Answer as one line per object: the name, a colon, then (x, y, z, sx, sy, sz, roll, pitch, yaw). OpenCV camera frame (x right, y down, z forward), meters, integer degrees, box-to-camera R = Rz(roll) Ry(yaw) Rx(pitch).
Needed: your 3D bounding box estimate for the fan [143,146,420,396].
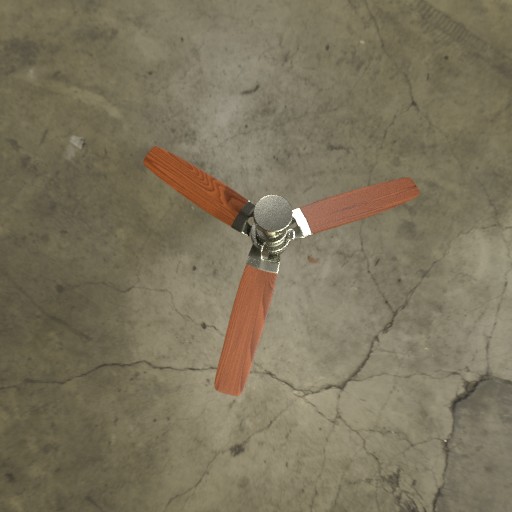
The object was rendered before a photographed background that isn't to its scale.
fan: (0.000, 0.000, 2.083, 1.416, 0.410, 1.271, 15, 75, 4)
